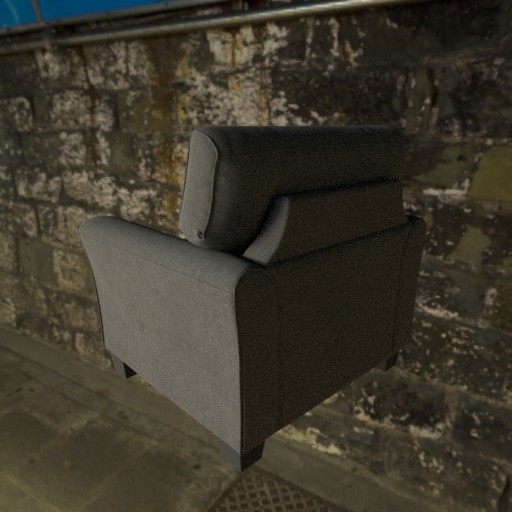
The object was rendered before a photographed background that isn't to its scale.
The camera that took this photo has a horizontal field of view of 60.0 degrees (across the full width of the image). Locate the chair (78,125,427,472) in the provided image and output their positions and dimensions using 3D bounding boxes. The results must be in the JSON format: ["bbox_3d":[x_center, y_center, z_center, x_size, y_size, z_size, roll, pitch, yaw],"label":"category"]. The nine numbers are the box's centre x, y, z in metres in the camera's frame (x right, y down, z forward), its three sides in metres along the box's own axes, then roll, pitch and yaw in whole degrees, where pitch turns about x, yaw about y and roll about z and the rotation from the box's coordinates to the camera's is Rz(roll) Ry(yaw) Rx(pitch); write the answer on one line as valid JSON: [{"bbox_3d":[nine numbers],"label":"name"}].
[{"bbox_3d":[0.000,0.000,1.575,0.941,0.890,0.816,-15,22,-41],"label":"chair"}]
